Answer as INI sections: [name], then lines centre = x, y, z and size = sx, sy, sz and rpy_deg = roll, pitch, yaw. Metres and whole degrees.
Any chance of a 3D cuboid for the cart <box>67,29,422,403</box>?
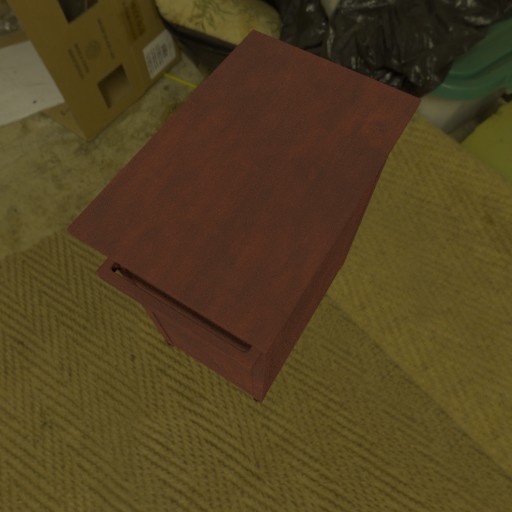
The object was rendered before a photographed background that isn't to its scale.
[cart]
centre = 0.000, 0.000, 1.293
size = 0.442, 0.864, 0.683
rpy_deg = 29, 67, 14
